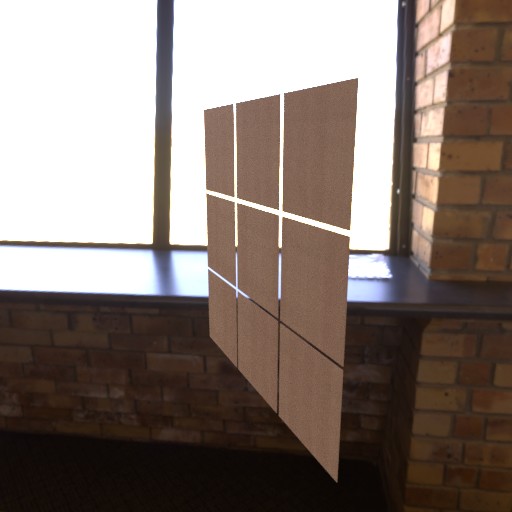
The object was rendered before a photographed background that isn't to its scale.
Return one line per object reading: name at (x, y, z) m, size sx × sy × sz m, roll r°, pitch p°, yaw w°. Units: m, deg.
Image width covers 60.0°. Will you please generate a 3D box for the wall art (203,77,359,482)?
wall art at (0.000, 0.000, 2.238) m, size 0.002 × 1.505 × 1.517 m, roll -7°, pitch 16°, yaw -24°
